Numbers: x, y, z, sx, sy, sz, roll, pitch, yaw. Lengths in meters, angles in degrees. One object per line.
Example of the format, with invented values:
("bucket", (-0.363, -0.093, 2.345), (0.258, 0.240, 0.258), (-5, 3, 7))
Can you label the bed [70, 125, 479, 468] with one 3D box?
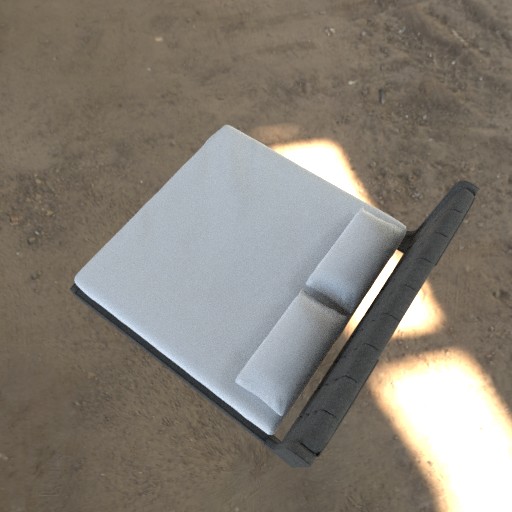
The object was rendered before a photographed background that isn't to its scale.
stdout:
("bed", (0.000, 0.000, 2.526), (1.638, 0.933, 1.531), (33, 68, 15))
